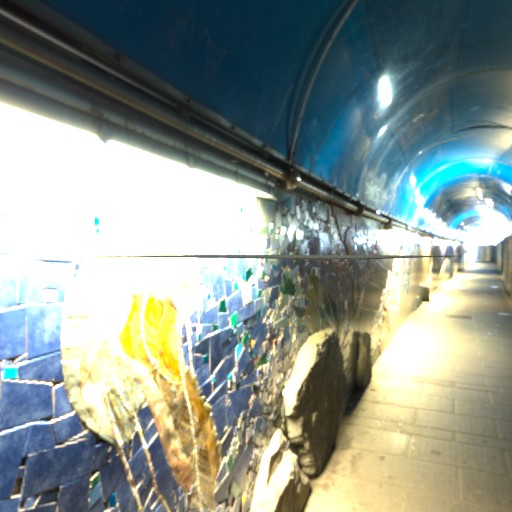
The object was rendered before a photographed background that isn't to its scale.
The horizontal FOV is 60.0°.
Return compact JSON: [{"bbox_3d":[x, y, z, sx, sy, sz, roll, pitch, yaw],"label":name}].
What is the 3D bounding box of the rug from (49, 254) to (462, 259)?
[{"bbox_3d":[0.000,0.000,4.307,3.197,0.006,2.438,0,1,37],"label":"rug"}]
